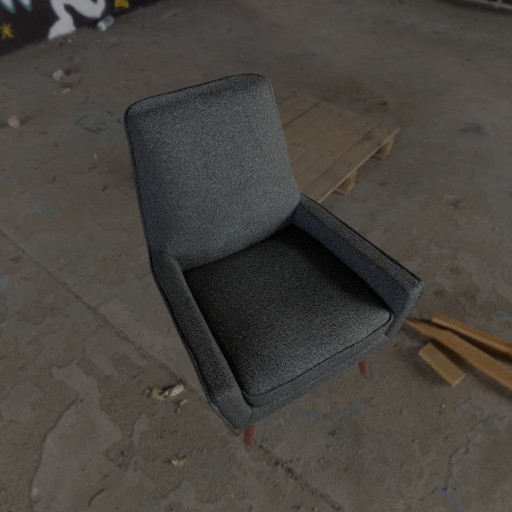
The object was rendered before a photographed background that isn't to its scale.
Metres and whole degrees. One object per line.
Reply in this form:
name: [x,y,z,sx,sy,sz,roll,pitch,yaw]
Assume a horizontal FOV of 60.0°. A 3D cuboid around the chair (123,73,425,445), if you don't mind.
chair: [0.000,0.000,1.510,0.763,0.883,0.859,-24,51,-21]
